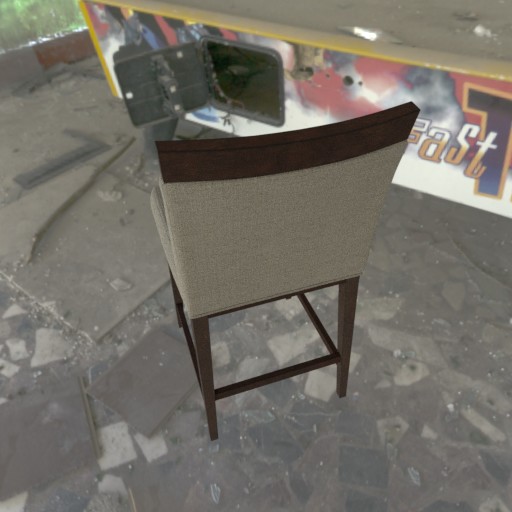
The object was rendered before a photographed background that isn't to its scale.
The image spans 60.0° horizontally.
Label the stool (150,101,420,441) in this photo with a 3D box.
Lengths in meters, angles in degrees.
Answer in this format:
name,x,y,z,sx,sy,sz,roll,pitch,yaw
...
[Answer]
name,x,y,z,sx,sy,sz,roll,pitch,yaw
stool,0.000,0.000,1.286,0.512,1.009,0.531,-13,43,-14
